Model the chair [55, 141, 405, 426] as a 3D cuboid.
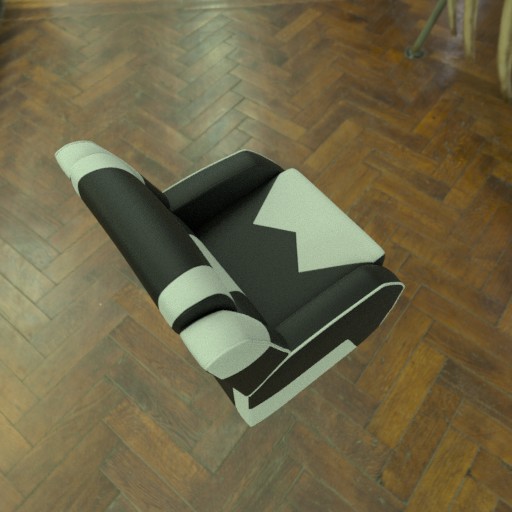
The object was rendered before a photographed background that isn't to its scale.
[{"bbox_3d":[0.000,0.000,1.254,0.672,0.805,0.620,-33,63,-19],"label":"chair"}]
